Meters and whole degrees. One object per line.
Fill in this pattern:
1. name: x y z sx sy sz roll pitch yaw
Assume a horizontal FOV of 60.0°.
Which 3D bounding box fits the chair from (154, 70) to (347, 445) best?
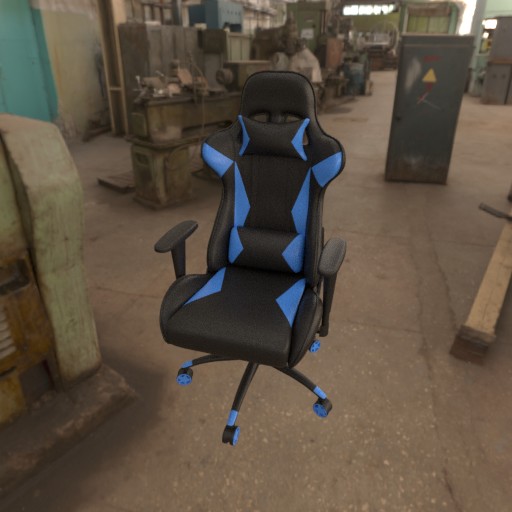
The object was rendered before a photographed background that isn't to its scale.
1. chair: 0.000 0.000 1.694 0.695 1.282 0.730 8 27 16
